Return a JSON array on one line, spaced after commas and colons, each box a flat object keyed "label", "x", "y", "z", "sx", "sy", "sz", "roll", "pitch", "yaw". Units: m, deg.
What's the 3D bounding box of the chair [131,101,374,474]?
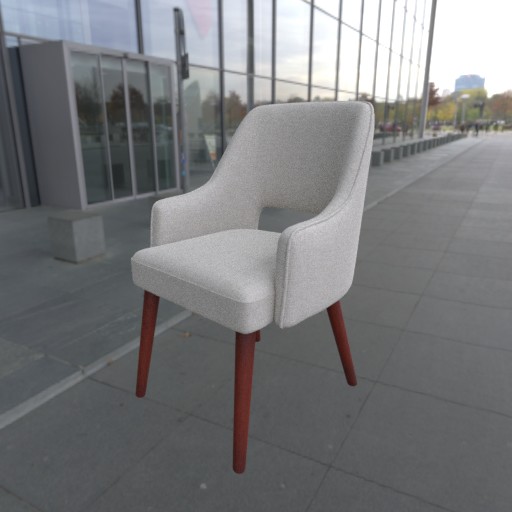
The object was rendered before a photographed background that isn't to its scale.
[{"label": "chair", "x": 0.000, "y": 0.000, "z": 1.251, "sx": 0.560, "sy": 0.840, "sz": 0.580, "roll": 16, "pitch": 23, "yaw": 42}]
